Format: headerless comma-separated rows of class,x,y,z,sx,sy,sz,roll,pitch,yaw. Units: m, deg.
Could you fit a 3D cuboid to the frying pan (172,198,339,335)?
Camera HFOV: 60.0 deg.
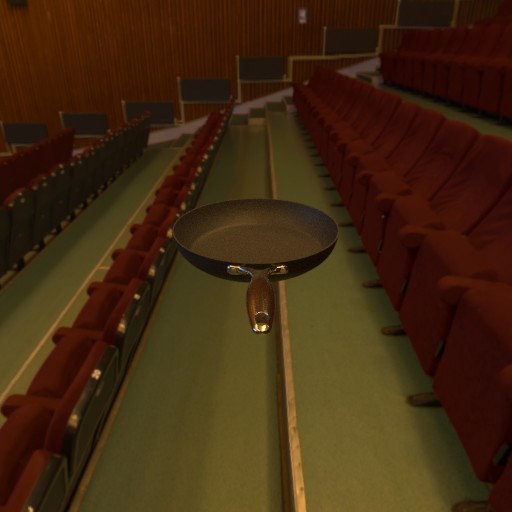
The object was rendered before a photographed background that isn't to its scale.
frying pan,0.000,0.000,0.589,0.255,0.105,0.472,0,27,0
